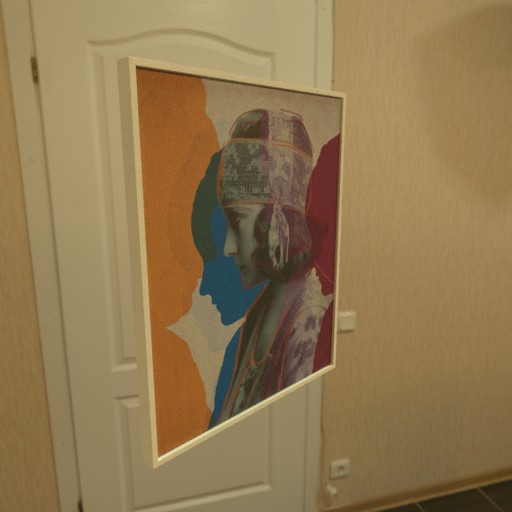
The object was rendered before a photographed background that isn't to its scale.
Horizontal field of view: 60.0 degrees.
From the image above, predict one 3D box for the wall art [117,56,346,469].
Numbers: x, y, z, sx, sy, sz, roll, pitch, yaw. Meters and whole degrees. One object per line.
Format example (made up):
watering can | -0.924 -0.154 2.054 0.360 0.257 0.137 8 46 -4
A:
wall art | 0.000 0.000 0.735 0.443 0.549 0.030 -12 18 -43
